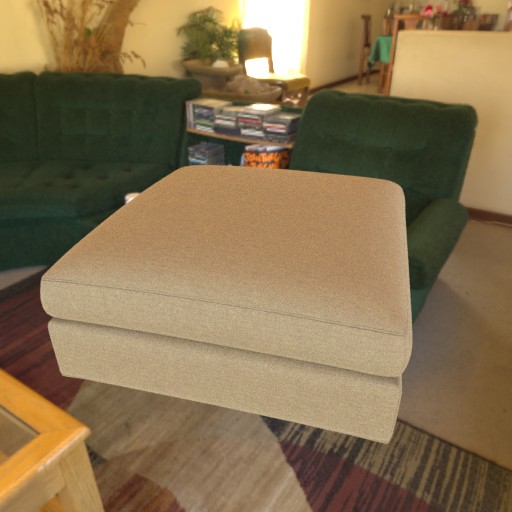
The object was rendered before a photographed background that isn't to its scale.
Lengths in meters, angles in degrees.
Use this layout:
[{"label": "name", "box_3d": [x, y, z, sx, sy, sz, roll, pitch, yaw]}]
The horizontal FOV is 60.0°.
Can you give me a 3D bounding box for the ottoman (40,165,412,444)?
[{"label": "ottoman", "box_3d": [0.000, 0.000, 1.615, 1.041, 0.470, 1.041, 7, 30, 13]}]
